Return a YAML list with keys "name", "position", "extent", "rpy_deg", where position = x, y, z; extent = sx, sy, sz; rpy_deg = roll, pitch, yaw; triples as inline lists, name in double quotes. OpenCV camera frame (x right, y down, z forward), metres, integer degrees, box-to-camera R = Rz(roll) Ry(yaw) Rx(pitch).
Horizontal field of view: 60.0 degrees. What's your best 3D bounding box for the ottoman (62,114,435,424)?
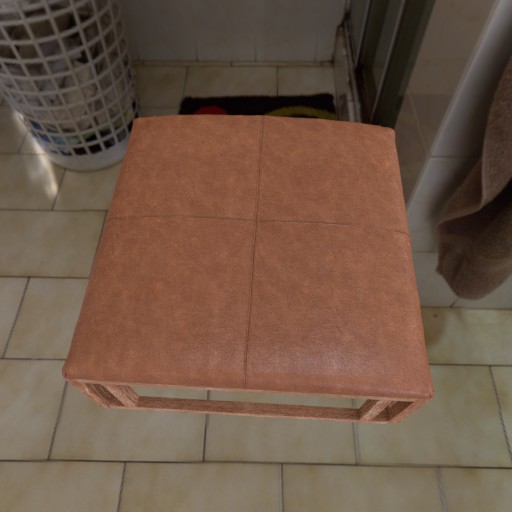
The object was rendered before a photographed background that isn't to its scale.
- name: "ottoman"
  position: [0.000, 0.000, 1.580]
  extent: [1.013, 0.442, 1.016]
  rpy_deg: [3, 59, 2]
